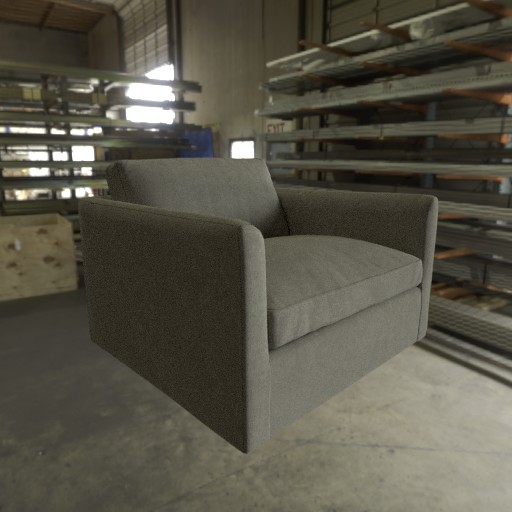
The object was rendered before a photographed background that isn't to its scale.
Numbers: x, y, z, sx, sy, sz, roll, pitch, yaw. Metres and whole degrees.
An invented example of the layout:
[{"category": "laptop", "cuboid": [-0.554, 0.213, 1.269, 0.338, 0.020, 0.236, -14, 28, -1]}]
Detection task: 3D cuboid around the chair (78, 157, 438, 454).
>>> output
[{"category": "chair", "cuboid": [0.000, 0.000, 1.888, 1.091, 0.845, 1.190, 12, 17, 43]}]
